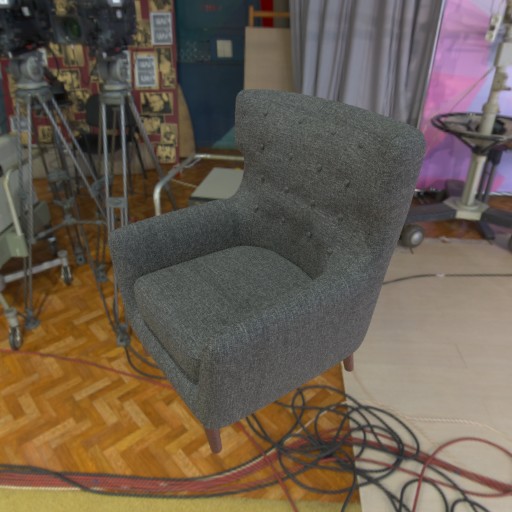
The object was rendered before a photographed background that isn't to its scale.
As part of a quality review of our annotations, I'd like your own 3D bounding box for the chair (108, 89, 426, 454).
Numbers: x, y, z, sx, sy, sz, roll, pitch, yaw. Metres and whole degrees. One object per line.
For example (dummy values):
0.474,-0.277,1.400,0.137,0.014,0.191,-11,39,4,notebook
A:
0.000,0.000,1.730,0.904,1.063,0.878,-20,37,-30,chair
